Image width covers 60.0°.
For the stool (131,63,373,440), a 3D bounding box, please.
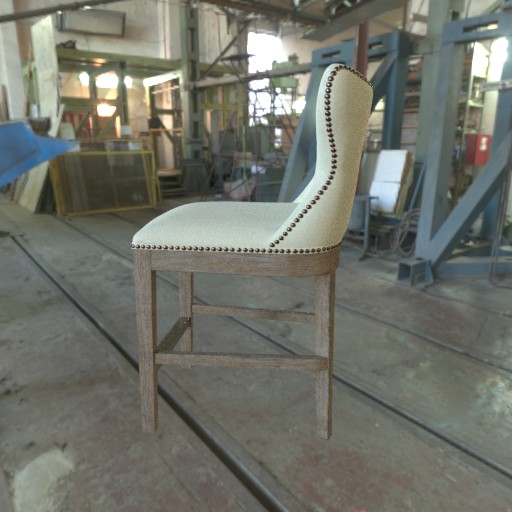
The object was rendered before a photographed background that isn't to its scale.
[{"bbox_3d":[0.000,0.000,1.306,0.608,0.981,0.498,2,15,8],"label":"stool"}]
